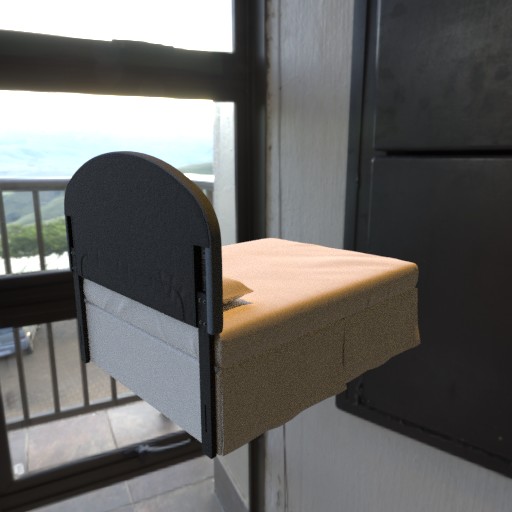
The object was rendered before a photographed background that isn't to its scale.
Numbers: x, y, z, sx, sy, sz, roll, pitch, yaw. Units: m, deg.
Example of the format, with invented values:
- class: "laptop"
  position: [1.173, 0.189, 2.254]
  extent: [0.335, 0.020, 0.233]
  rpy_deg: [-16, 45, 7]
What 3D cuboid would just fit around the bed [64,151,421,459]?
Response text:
- class: "bed"
  position: [0.000, 0.000, 3.093]
  extent: [2.005, 1.410, 1.607]
  rpy_deg: [-12, 17, -43]
